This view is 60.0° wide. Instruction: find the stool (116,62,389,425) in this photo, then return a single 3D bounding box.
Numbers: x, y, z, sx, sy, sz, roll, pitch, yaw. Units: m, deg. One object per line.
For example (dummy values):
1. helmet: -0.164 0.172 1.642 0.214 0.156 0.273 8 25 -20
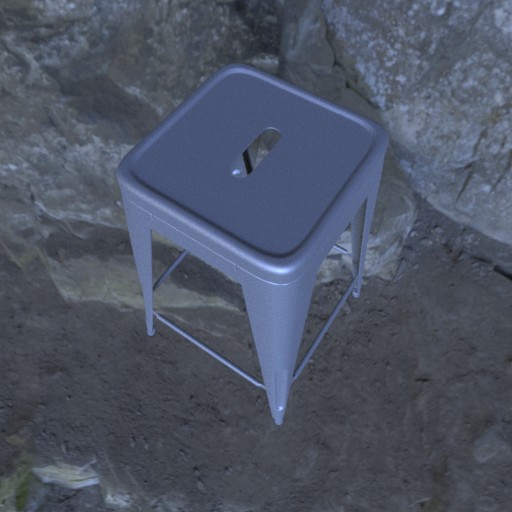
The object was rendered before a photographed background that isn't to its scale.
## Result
1. stool: 0.000 0.000 0.894 0.406 0.610 0.406 30 65 16
